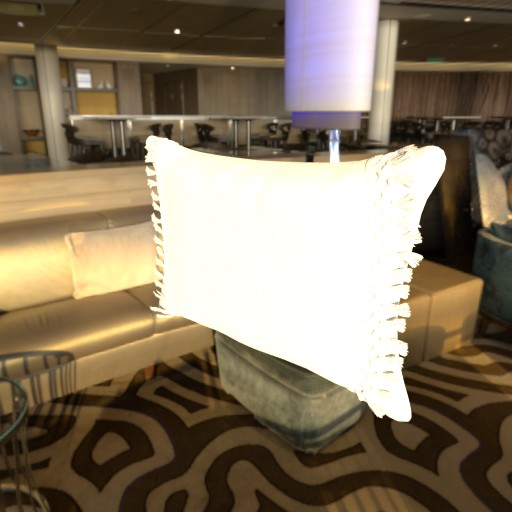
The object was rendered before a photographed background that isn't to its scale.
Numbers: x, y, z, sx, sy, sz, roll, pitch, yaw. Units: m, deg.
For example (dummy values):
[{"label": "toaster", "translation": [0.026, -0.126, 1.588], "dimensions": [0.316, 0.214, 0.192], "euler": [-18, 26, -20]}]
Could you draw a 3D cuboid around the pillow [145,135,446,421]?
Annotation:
[{"label": "pillow", "translation": [0.000, 0.000, 0.594], "dimensions": [0.466, 0.305, 0.084], "euler": [15, 23, 40]}]
